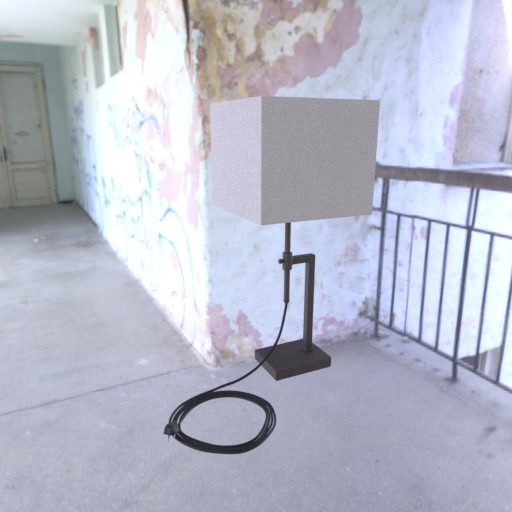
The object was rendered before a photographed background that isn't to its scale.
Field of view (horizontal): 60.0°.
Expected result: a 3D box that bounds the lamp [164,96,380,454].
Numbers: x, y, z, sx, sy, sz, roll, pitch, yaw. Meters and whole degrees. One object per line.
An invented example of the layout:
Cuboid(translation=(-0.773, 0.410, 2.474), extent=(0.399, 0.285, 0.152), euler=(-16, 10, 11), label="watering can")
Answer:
Cuboid(translation=(0.000, 0.000, 0.986), extent=(0.504, 0.660, 0.399), euler=(-7, 18, -24), label="lamp")
